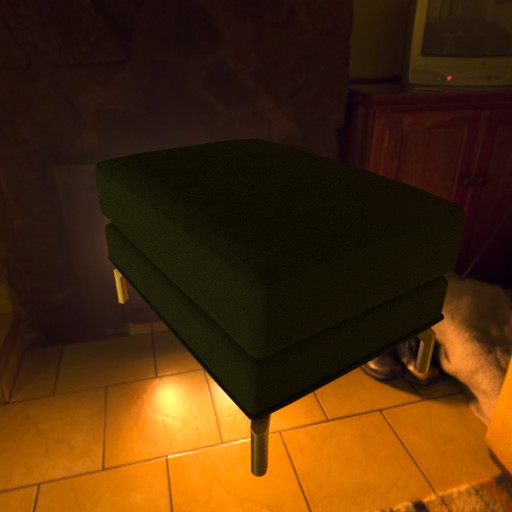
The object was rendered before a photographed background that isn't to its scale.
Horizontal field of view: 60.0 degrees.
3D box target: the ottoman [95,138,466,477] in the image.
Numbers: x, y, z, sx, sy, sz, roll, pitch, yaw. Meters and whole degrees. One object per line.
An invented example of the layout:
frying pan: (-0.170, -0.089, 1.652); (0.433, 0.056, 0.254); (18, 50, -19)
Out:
ottoman: (0.000, 0.000, 1.208); (0.587, 0.498, 0.835); (-17, 31, -31)
